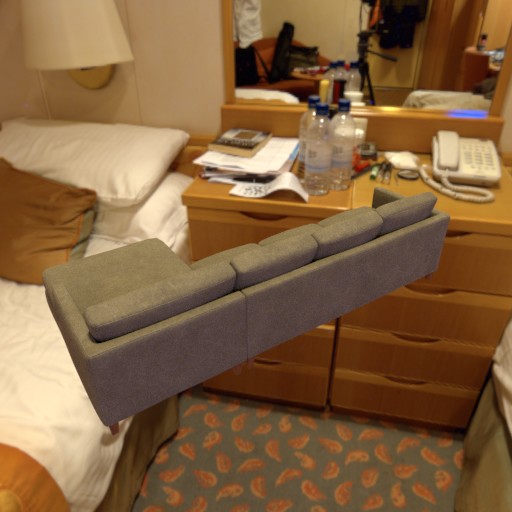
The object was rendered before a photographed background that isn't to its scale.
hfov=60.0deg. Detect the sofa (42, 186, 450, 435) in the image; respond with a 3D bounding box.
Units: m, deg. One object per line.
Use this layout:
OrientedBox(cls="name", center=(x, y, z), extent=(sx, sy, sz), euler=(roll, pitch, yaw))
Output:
OrientedBox(cls="sofa", center=(0.000, 0.000, 4.068), extent=(3.471, 0.950, 1.604), euler=(-19, 36, -29))
